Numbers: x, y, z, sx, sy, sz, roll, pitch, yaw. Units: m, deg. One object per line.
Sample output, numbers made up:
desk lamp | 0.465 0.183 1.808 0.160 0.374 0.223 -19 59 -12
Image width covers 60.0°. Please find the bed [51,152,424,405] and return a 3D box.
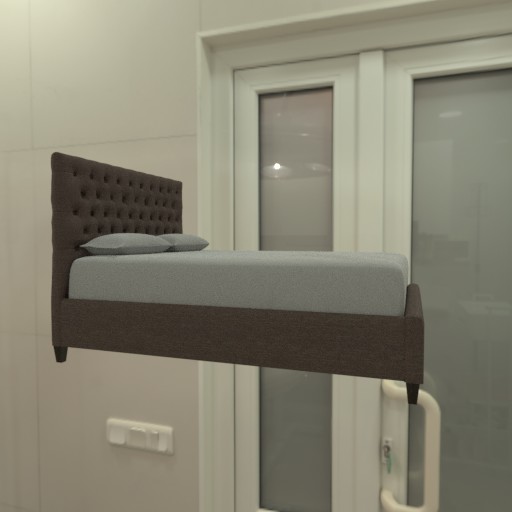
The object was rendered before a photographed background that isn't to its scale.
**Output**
bed | 0.000 0.000 3.391 2.387 1.427 1.698 1 3 19
